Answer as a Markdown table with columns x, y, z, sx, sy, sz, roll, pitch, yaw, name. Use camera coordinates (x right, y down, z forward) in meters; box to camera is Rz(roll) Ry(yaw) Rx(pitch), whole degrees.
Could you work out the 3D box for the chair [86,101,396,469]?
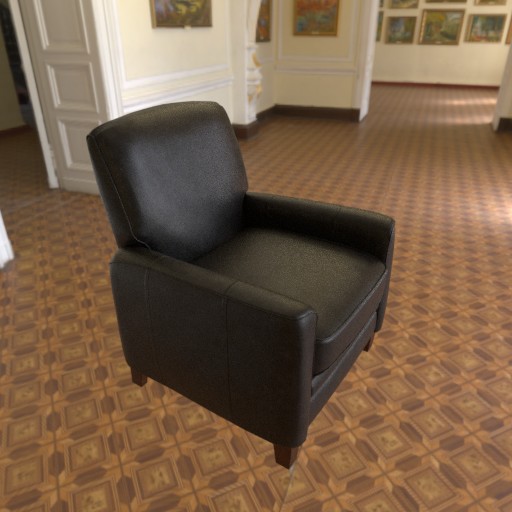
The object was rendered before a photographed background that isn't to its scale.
| x | y | z | sx | sy | sz | roll | pitch | yaw | name |
| --- | --- | --- | --- | --- | --- | --- | --- | --- | --- |
| 0.000 | 0.000 | 1.645 | 0.864 | 1.014 | 0.848 | 17 | 32 | 29 | chair |
